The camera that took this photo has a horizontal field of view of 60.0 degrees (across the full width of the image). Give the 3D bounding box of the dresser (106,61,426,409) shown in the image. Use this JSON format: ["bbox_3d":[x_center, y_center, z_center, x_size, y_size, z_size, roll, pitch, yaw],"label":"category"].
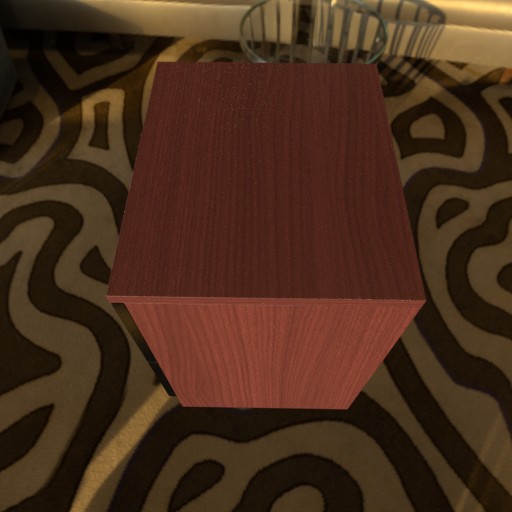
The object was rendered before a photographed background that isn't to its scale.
[{"bbox_3d":[0.000,0.000,0.767,0.360,0.470,0.400,1,58,0],"label":"dresser"}]
